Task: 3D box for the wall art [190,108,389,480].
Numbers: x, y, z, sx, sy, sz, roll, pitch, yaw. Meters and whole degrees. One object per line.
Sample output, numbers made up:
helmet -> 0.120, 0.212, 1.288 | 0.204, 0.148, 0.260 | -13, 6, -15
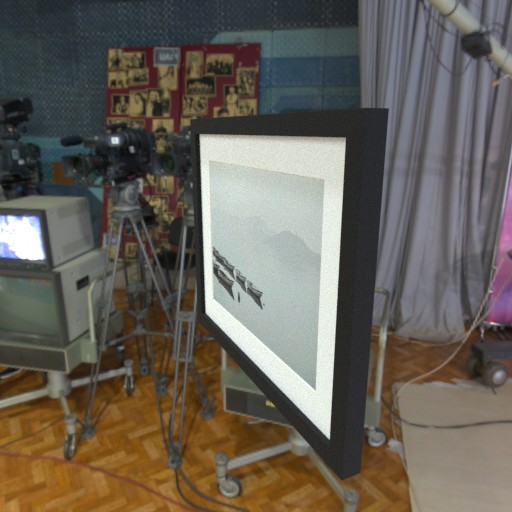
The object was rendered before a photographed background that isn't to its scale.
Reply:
wall art -> 0.000, 0.000, 0.751 | 0.030, 0.454, 0.554 | -8, 18, -25
